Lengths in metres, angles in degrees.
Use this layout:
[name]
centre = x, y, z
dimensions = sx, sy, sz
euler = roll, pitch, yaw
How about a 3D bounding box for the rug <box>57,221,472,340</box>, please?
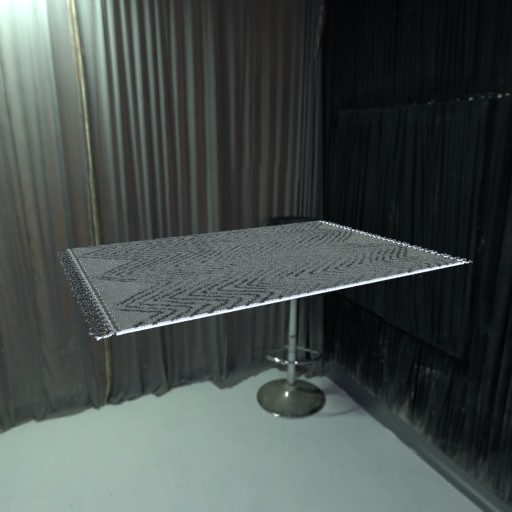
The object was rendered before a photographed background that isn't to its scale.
[rug]
centre = 0.000, 0.000, 2.330
dimensions = 1.847, 0.014, 1.230
euler = -8, 18, -28
